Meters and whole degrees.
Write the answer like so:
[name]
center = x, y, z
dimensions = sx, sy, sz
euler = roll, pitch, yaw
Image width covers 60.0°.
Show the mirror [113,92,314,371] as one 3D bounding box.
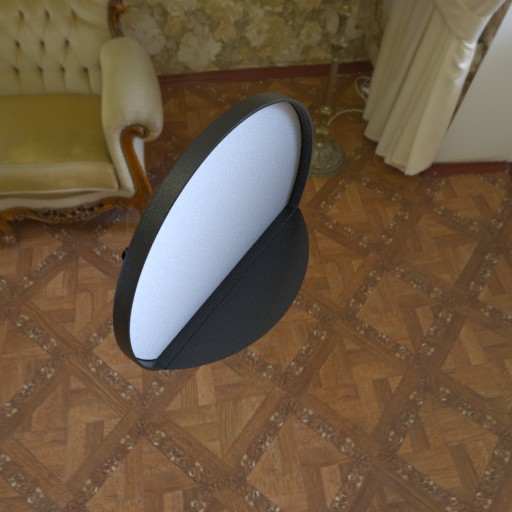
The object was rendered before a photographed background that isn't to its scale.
[mirror]
center = 0.000, 0.000, 0.680
dimensions = 0.133, 0.457, 0.457
euler = 31, 63, 18
